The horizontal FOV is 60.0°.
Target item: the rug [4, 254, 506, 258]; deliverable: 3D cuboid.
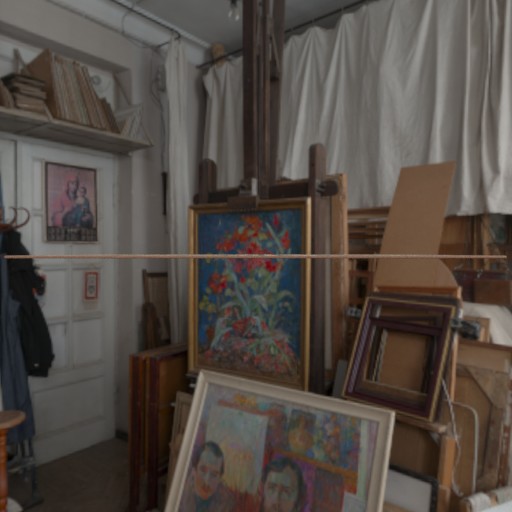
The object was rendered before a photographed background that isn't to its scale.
[{"bbox_3d":[0.000,0.000,2.906,2.438,0.014,1.523,0,0,0],"label":"rug"}]
